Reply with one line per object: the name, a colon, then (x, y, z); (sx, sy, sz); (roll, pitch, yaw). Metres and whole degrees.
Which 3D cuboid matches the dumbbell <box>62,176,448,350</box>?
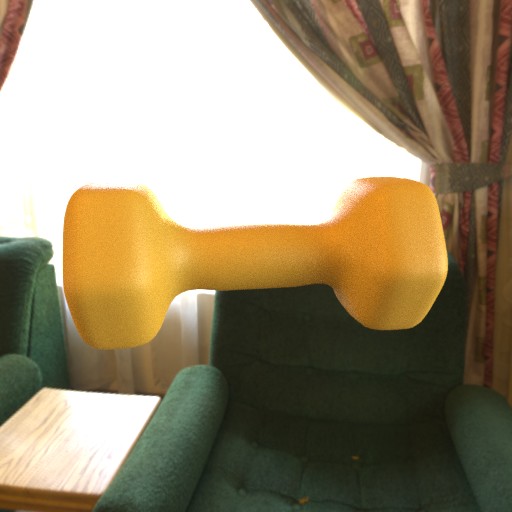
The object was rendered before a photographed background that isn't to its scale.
dumbbell: (0.000, 0.000, 0.241); (0.190, 0.082, 0.090); (-2, 15, -8)
